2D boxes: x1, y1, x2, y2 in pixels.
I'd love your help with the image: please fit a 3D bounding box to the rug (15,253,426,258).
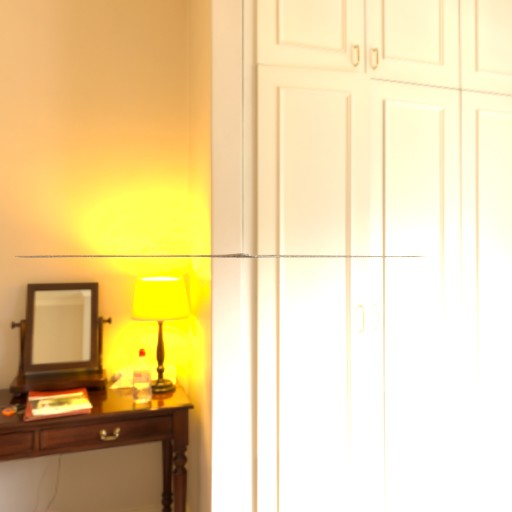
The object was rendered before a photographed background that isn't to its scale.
[{"bbox_3d":[0.000,0.000,2.259,1.209,0.019,1.828,0,0,35],"label":"rug"}]
